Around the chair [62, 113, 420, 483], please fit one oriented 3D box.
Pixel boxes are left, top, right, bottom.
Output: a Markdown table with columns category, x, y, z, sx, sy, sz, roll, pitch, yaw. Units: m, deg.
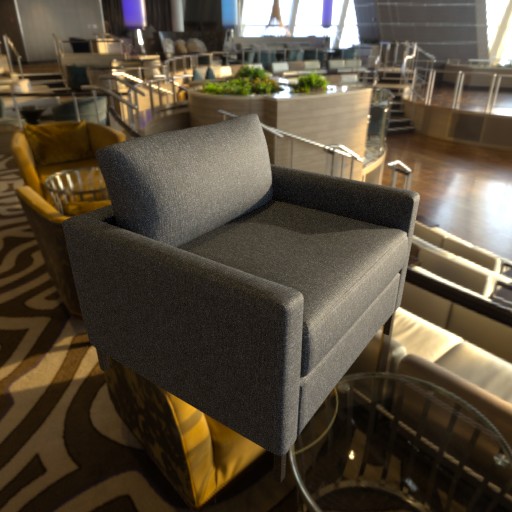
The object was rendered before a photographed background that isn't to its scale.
| category | x | y | z | sx | sy | sz | roll | pitch | yaw |
| --- | --- | --- | --- | --- | --- | --- | --- | --- | --- |
| chair | 0.000 | 0.000 | 1.598 | 0.866 | 0.861 | 0.963 | 18 | 32 | 31 |
